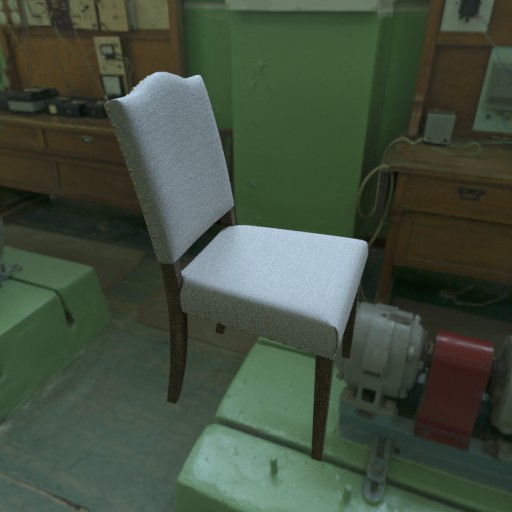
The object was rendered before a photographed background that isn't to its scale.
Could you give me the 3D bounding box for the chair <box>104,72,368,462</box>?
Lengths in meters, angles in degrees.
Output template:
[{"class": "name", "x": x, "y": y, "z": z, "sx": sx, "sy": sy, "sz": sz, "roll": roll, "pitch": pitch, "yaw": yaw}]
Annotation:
[{"class": "chair", "x": 0.000, "y": 0.000, "z": 1.351, "sx": 0.620, "sy": 1.020, "sz": 0.508, "roll": 11, "pitch": 31, "yaw": 18}]
